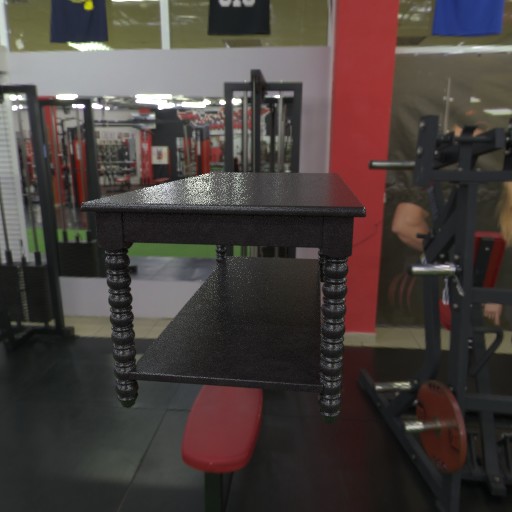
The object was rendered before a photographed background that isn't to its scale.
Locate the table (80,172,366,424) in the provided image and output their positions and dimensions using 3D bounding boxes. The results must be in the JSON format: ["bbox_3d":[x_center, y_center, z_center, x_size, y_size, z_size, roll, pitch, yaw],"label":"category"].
[{"bbox_3d":[0.000,0.000,1.482,0.580,0.487,1.171,2,14,7],"label":"table"}]
